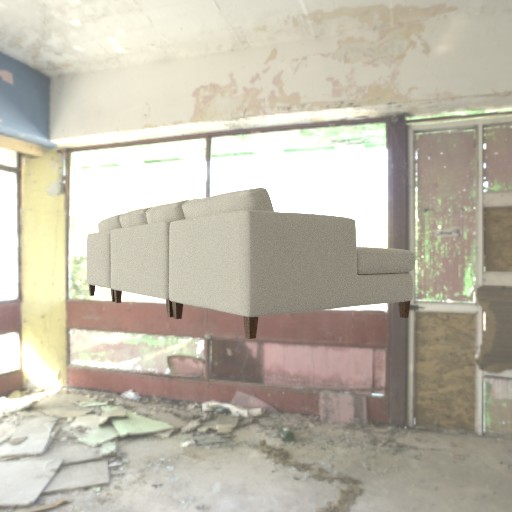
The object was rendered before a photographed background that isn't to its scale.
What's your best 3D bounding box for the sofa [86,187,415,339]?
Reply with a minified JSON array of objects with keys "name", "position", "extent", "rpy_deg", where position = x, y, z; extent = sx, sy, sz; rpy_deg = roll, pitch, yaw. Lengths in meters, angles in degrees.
[{"name":"sofa","position":[0.000,0.000,4.664],"extent":[2.593,0.956,3.459],"rpy_deg":[0,0,-36]}]
